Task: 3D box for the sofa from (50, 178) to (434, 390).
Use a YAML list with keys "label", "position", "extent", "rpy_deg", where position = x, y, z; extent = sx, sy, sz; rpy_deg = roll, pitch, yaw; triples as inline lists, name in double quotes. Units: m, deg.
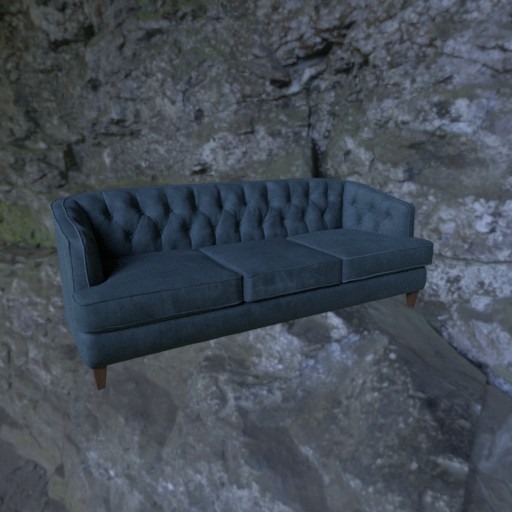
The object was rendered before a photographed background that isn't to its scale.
- label: "sofa"
  position: [0.000, 0.000, 2.801]
  extent: [2.278, 0.855, 0.941]
  rpy_deg: [-8, 17, -29]
